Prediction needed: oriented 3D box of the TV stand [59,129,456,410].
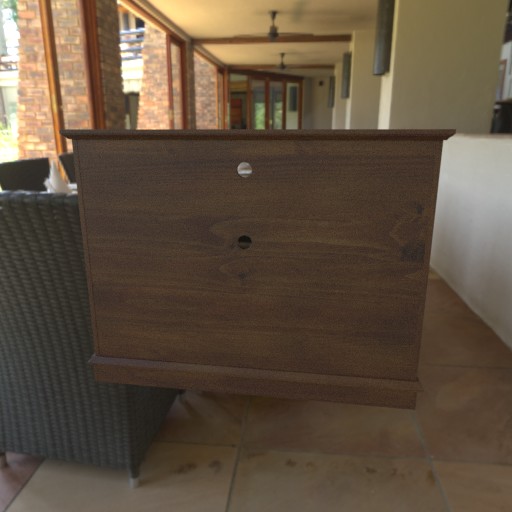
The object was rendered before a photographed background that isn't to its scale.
[{"bbox_3d":[0.000,0.000,1.481,1.067,0.813,0.406,2,16,8],"label":"TV stand"}]
